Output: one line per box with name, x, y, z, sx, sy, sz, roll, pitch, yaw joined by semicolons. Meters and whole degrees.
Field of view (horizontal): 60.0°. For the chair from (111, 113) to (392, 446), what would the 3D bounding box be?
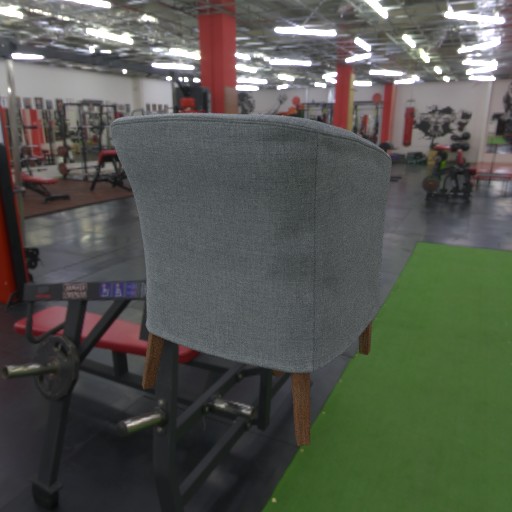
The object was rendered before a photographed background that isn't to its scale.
chair;0.000;0.000;1.279;0.600;0.771;0.668;9;19;28
